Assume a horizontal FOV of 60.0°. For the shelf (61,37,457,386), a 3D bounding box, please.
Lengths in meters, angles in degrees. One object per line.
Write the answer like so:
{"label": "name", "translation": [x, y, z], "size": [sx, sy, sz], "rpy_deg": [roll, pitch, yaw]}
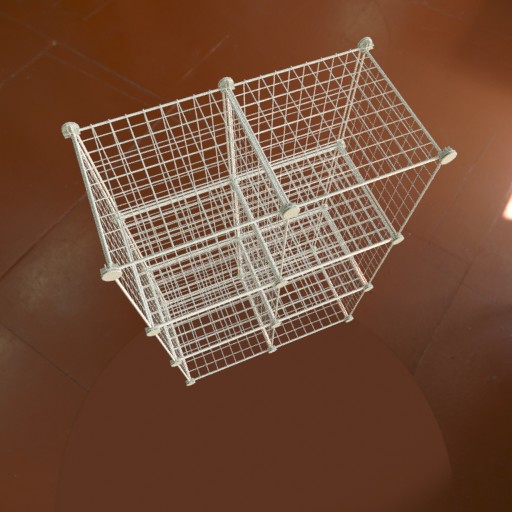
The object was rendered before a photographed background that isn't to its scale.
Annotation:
{"label": "shelf", "translation": [0.000, 0.000, 1.355], "size": [0.711, 1.067, 0.356], "rpy_deg": [-20, 66, -9]}
